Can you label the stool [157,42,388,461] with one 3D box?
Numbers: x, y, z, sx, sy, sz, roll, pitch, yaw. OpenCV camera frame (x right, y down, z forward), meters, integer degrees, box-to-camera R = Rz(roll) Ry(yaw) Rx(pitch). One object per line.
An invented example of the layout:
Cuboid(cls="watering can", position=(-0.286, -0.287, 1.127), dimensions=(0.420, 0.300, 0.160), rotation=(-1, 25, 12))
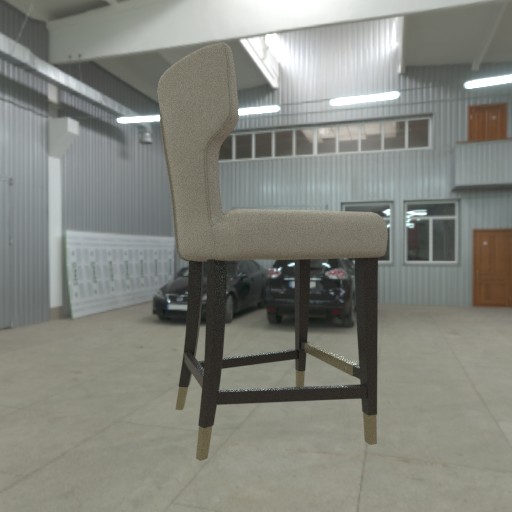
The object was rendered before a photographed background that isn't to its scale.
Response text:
Cuboid(cls="stool", position=(0.000, 0.000, 1.303), dimensions=(0.563, 0.982, 0.527), rotation=(0, 1, -18))
